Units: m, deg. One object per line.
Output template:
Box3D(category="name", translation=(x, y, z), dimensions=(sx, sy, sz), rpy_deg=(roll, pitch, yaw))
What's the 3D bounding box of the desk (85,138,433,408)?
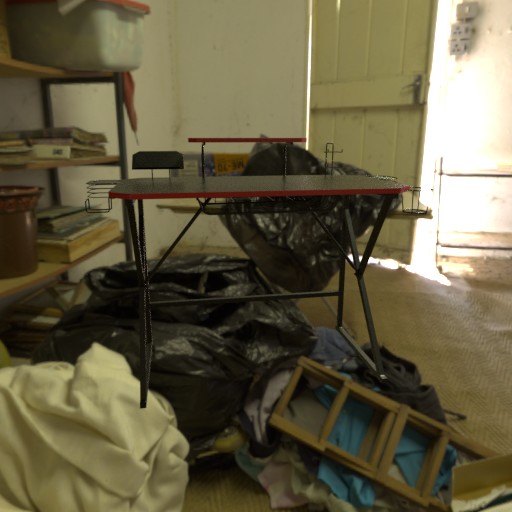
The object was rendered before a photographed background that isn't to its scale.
Box3D(category="desk", translation=(0.000, 0.000, 1.775), dimensions=(1.280, 0.913, 0.588), rpy_deg=(-3, 15, -10))
